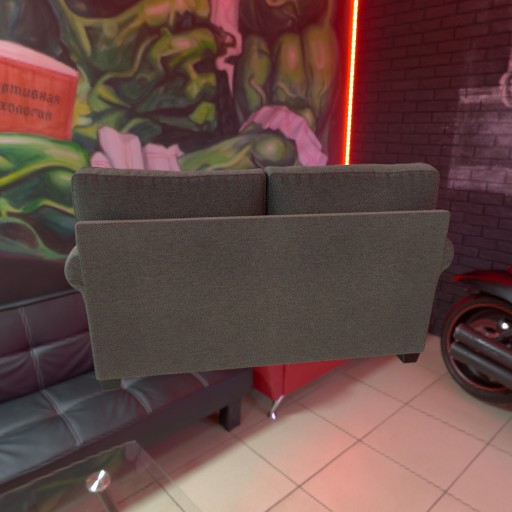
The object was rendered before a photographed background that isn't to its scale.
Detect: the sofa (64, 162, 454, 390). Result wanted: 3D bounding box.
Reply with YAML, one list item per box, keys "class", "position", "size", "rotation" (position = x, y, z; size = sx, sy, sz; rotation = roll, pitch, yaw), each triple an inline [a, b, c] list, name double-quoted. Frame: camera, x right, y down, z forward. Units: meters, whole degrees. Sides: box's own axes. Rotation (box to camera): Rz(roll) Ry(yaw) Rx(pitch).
- class: "sofa"
  position: [0.000, 0.000, 2.294]
  size: [1.701, 0.966, 0.966]
  rotation: [-3, 16, -9]
